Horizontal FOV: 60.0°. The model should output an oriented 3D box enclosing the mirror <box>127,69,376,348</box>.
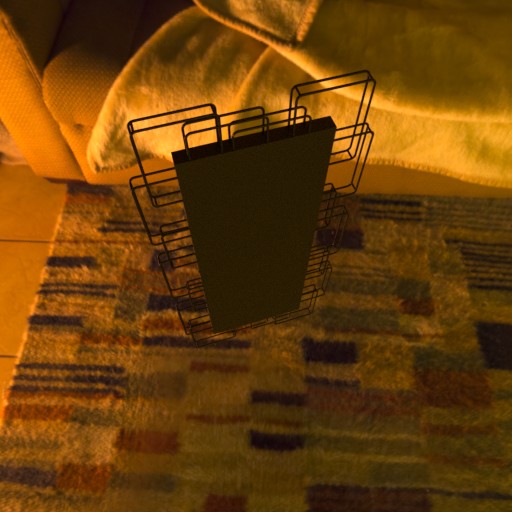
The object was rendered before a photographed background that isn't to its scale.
[{"bbox_3d":[0.000,0.000,1.364,0.565,1.192,0.037,-15,61,-9],"label":"mirror"}]
